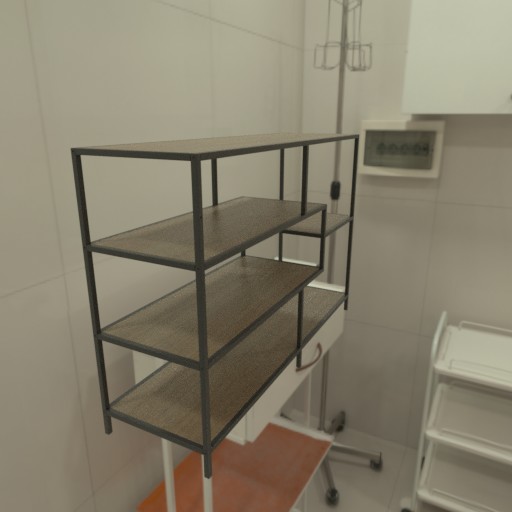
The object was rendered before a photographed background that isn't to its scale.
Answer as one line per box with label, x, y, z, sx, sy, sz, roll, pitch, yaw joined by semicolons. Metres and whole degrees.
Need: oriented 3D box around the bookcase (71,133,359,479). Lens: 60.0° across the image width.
bookcase;0.000;0.000;1.527;0.350;0.780;1.140;9;20;27
